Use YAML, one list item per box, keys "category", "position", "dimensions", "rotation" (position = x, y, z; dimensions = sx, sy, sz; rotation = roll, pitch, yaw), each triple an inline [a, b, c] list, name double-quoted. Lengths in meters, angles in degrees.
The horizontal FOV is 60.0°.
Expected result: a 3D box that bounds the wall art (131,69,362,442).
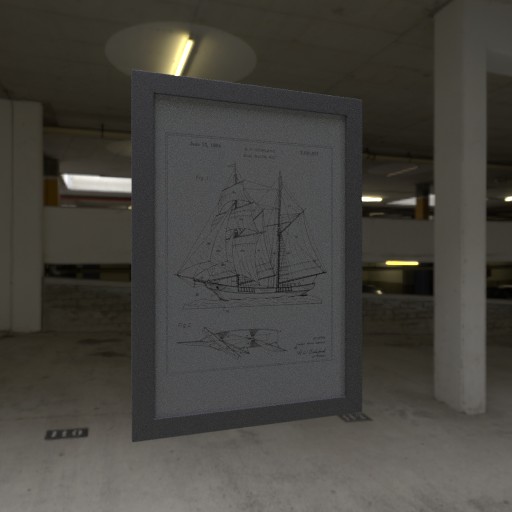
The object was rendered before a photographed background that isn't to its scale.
- category: "wall art"
  position: [0.000, 0.000, 0.702]
  dimensions: [0.380, 0.534, 0.013]
  rotation: [0, 0, -19]
